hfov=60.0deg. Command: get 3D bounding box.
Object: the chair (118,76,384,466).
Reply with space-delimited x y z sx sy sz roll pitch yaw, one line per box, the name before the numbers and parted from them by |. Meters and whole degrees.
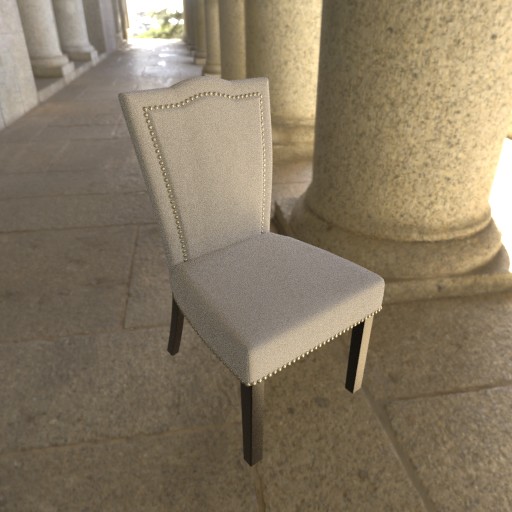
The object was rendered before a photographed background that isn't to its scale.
chair | 0.000 0.000 1.315 0.518 0.946 0.589 -21 36 -33
